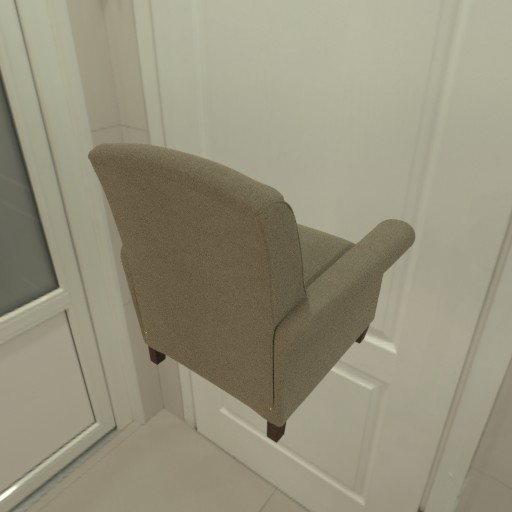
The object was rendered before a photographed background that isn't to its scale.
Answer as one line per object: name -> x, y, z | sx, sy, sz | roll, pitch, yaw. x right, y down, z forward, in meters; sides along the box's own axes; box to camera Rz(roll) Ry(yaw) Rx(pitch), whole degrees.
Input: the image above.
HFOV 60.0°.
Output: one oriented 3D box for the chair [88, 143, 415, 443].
chair -> 0.000, 0.000, 1.804 | 0.978, 1.061, 0.905 | 21, 37, 32
